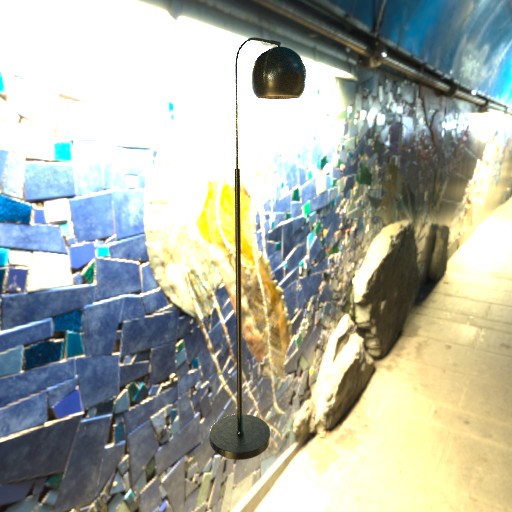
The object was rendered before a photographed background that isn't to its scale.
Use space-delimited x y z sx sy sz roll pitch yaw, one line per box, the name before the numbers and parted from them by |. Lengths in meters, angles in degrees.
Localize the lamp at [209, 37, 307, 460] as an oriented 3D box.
lamp | 0.000 0.000 1.687 0.431 1.526 0.250 -14 20 -42
